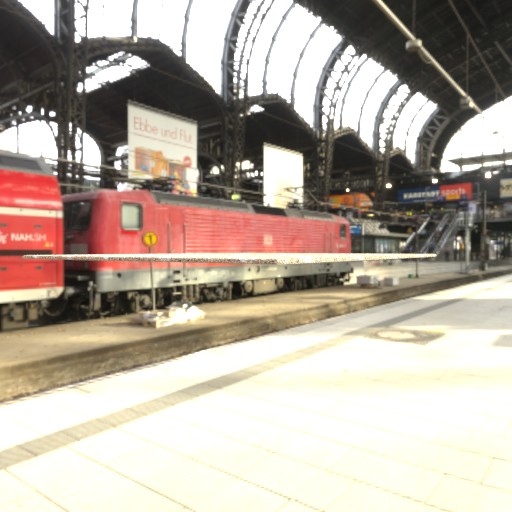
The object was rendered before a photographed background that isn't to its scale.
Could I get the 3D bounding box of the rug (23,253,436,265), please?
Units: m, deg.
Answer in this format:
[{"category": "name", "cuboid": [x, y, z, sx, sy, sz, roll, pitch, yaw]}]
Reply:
[{"category": "rug", "cuboid": [0.000, 0.000, 4.066, 2.438, 0.029, 3.047, 1, 1, 36]}]
